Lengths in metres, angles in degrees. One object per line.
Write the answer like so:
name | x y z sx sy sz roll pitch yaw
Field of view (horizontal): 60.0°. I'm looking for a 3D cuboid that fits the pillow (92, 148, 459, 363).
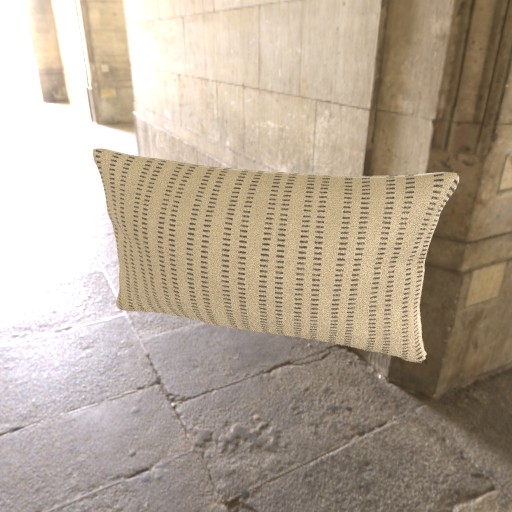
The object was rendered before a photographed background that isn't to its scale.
pillow | 0.000 0.000 0.806 0.640 0.353 0.210 7 27 15
